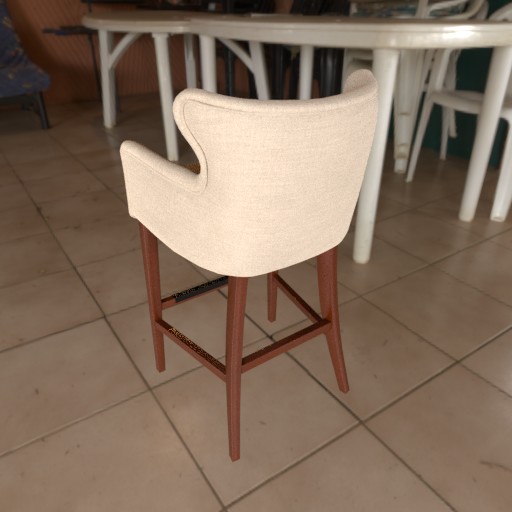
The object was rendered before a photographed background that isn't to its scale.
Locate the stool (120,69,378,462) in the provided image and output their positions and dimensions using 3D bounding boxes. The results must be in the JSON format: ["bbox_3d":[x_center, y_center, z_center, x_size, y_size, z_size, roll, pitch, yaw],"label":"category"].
[{"bbox_3d":[0.000,0.000,1.333,0.556,1.034,0.563,-19,35,-30],"label":"stool"}]
